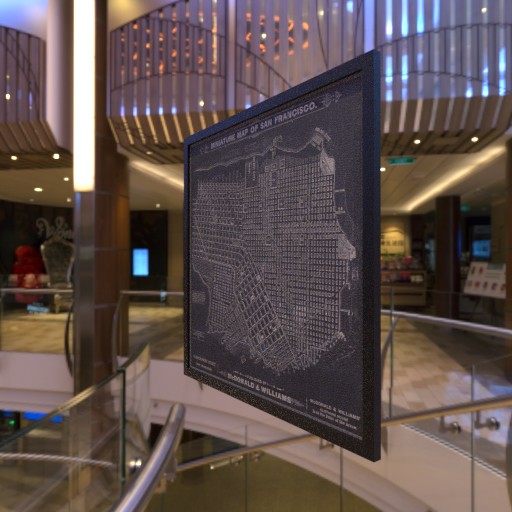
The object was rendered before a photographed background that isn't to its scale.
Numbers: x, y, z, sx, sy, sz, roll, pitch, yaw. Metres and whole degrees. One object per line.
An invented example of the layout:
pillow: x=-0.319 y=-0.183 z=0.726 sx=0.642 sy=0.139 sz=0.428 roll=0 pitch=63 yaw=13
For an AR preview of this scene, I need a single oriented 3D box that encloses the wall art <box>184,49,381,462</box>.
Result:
wall art: x=0.000 y=0.000 z=1.197 sx=0.022 sy=0.807 sz=0.807 roll=0 pitch=0 yaw=-36
